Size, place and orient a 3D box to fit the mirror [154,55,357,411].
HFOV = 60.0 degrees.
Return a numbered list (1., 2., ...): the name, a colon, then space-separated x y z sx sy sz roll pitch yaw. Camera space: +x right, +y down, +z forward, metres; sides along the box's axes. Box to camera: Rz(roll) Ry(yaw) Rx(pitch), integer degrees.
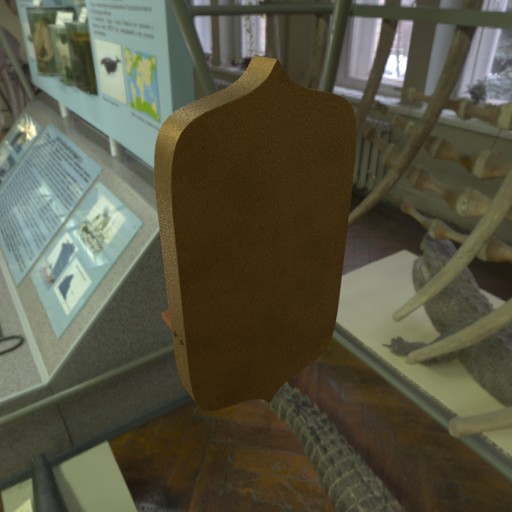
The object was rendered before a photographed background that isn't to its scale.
1. mirror: 0.000 0.000 0.740 0.323 0.613 0.096 -19 35 -29
